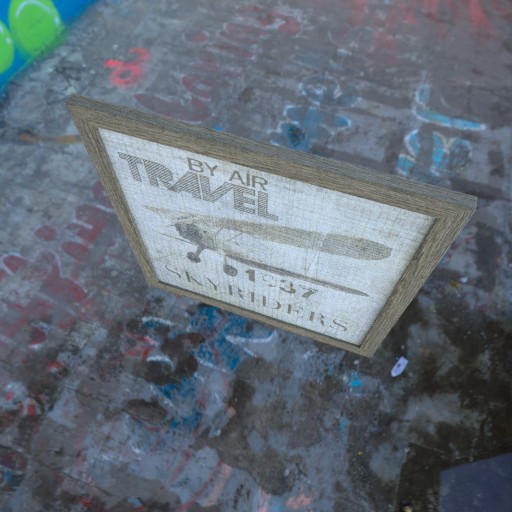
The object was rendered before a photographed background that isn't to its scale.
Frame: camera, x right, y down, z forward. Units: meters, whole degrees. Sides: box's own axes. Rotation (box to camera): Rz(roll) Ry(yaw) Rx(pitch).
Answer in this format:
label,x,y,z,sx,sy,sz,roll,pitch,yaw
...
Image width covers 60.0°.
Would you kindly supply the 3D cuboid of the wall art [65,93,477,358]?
label,x,y,z,sx,sy,sz,roll,pitch,yaw
wall art,0.000,0.000,0.743,0.508,0.508,0.019,17,61,10
